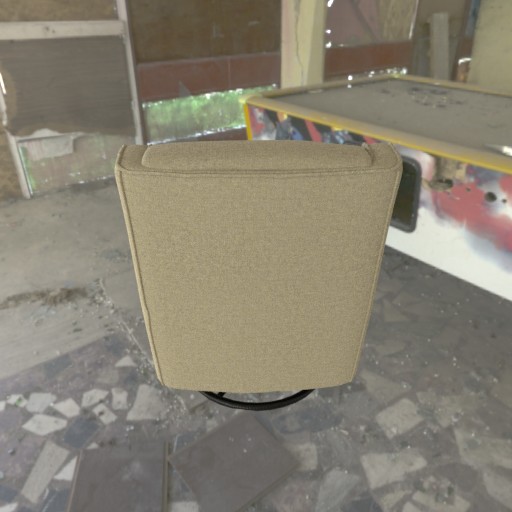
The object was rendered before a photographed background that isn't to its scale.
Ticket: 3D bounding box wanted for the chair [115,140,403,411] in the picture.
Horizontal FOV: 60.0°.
[{"bbox_3d":[0.000,0.000,1.576,0.732,0.993,0.879,-1,30,-1],"label":"chair"}]
